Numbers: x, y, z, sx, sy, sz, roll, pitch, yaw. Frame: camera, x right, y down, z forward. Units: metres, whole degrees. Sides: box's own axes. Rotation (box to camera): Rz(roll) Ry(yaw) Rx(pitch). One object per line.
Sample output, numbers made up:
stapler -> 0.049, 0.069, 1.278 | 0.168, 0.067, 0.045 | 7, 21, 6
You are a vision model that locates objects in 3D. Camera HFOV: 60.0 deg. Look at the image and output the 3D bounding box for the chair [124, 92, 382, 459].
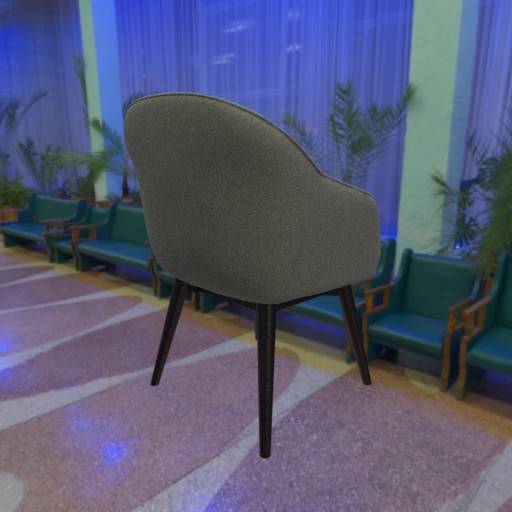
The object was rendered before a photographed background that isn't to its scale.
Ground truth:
chair -> 0.000, 0.000, 1.242 | 0.589, 0.810, 0.611 | 13, 19, 43
